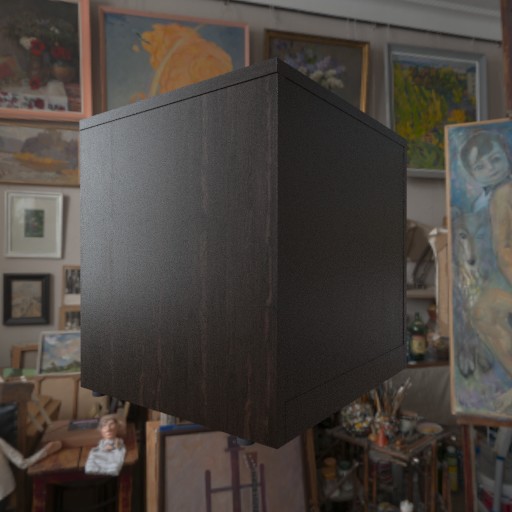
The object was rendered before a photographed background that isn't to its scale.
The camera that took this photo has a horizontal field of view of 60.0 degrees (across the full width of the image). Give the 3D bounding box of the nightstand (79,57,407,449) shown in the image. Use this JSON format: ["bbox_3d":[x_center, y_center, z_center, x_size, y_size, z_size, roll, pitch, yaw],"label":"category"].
[{"bbox_3d":[0.000,0.000,0.863,0.427,0.487,0.489,0,0,37],"label":"nightstand"}]
